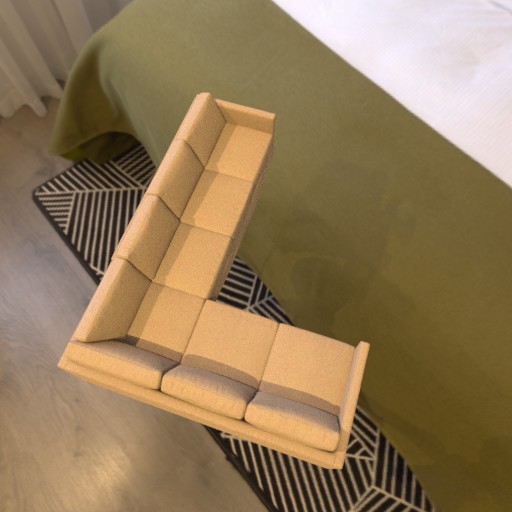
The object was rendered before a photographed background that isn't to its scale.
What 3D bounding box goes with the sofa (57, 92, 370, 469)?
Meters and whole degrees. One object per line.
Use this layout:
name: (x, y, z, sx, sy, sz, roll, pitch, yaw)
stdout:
sofa: (0.000, 0.000, 4.342, 2.432, 0.871, 3.182, 17, 66, 8)
